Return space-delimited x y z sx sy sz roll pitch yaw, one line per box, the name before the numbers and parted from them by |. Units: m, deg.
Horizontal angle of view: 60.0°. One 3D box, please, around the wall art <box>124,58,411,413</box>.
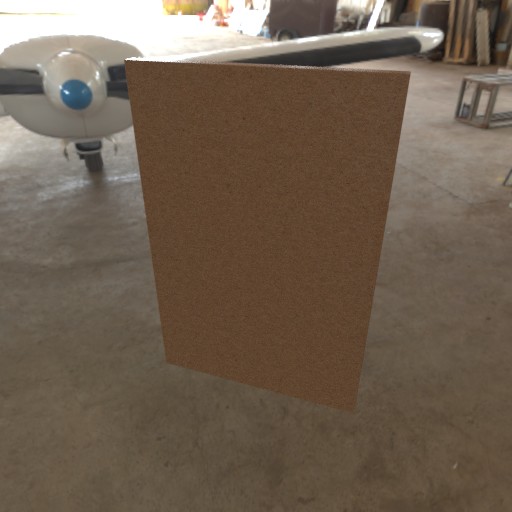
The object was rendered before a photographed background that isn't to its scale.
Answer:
wall art | 0.000 0.000 1.146 0.610 0.914 0.037 10 32 17
